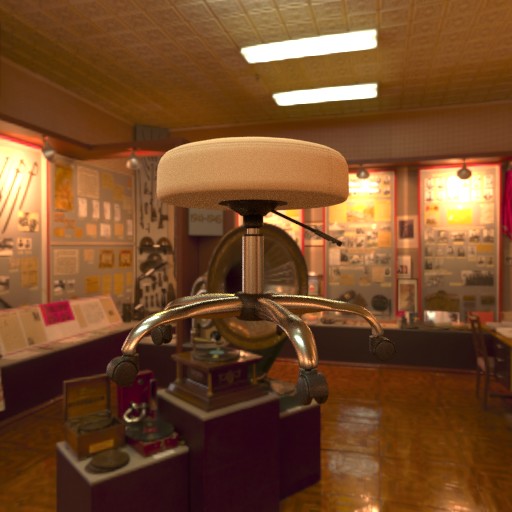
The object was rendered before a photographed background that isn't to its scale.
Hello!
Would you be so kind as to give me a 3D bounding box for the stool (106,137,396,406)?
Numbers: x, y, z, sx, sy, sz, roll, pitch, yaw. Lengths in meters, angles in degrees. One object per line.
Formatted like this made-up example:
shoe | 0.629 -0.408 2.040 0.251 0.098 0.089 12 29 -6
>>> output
stool | 0.000 0.000 1.048 0.634 0.482 0.614 0 1 17
